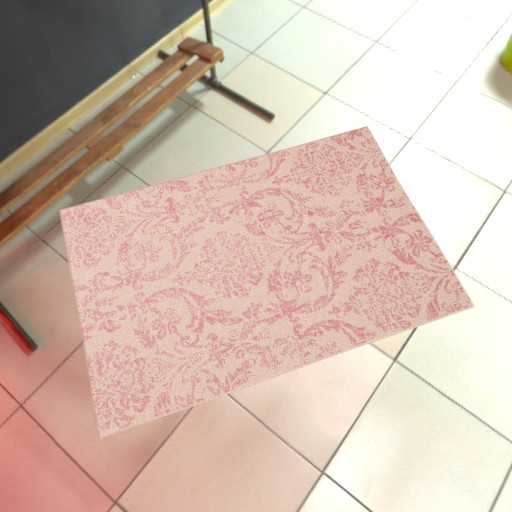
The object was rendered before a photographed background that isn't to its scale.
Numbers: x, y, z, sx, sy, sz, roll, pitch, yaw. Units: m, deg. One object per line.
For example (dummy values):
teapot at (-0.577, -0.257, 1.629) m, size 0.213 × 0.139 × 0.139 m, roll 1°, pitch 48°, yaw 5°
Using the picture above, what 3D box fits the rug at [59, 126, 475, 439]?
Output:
rug at (0.000, 0.000, 2.280) m, size 1.839 × 0.012 × 1.219 m, roll -17°, pitch 65°, yaw -8°
